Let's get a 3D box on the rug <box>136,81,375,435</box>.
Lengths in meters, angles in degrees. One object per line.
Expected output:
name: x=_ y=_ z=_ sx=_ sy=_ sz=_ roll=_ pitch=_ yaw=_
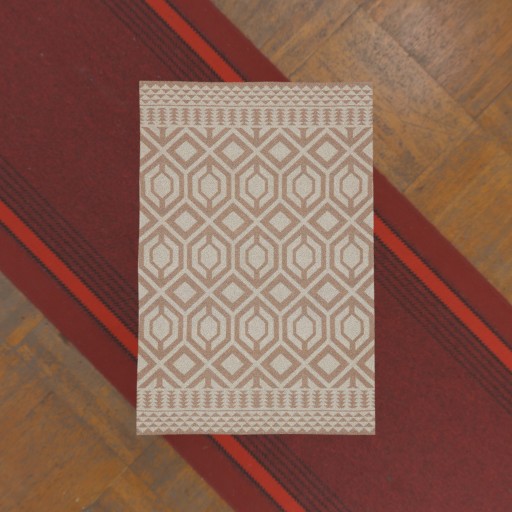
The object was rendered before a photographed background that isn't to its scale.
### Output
rug: x=0.000 y=0.000 z=2.294 sx=1.219 sy=0.008 sz=1.829 roll=0 pitch=88 yaw=0
